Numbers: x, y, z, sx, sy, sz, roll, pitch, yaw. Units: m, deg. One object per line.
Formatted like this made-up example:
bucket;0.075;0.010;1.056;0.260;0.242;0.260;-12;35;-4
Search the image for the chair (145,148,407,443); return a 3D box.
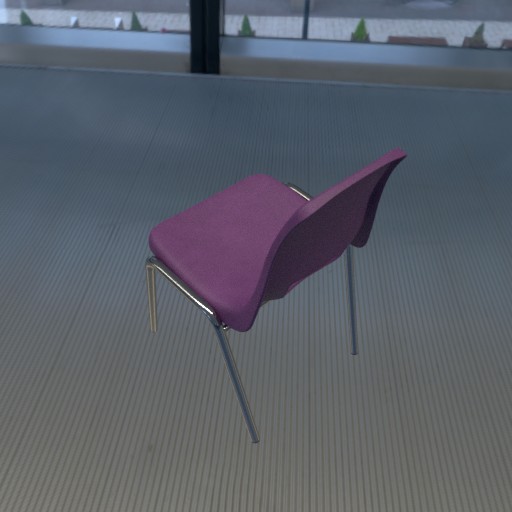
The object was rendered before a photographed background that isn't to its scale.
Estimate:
chair;0.000;0.000;0.921;0.381;0.654;0.432;-32;55;-27
